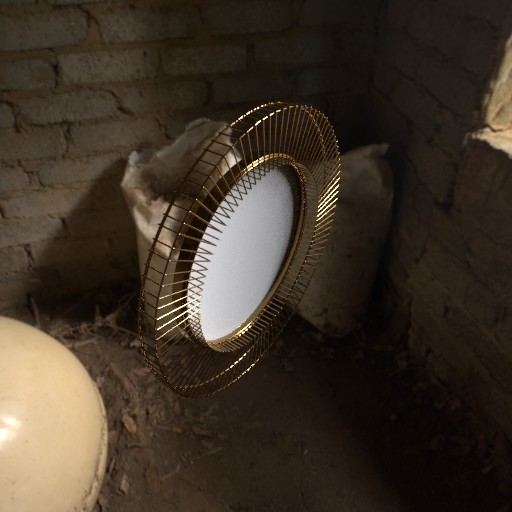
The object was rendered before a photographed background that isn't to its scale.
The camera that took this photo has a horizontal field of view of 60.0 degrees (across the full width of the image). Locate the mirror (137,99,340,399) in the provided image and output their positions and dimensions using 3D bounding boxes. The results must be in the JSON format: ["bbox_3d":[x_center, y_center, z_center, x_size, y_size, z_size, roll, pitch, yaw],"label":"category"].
[{"bbox_3d":[0.000,0.000,1.043,0.067,0.703,0.703,25,46,26],"label":"mirror"}]
